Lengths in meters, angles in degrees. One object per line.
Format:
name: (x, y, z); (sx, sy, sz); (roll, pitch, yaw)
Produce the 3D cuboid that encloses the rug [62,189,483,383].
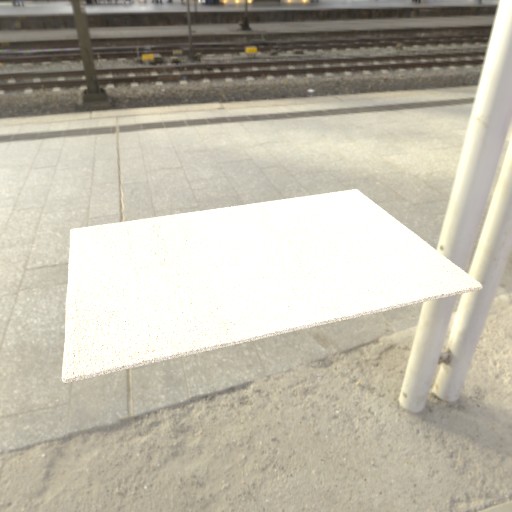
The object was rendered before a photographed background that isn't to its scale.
rug: (0.000, 0.000, 3.422); (2.743, 0.030, 1.778); (-10, 33, -15)
